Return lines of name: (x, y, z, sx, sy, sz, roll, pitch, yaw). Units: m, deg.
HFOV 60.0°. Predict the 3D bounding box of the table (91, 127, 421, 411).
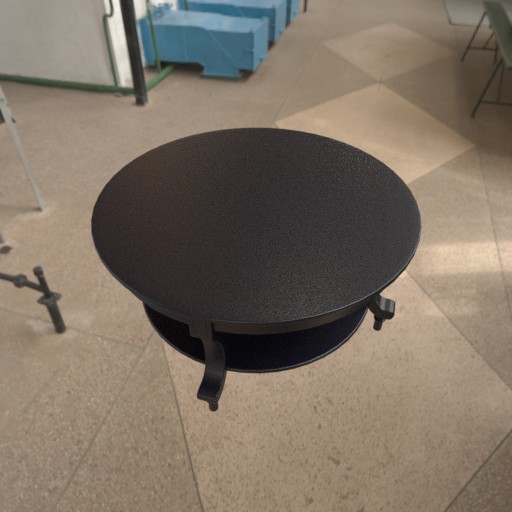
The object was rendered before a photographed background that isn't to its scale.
table: (0.000, 0.000, 1.585, 1.029, 0.491, 1.029, 0, 42, 0)
